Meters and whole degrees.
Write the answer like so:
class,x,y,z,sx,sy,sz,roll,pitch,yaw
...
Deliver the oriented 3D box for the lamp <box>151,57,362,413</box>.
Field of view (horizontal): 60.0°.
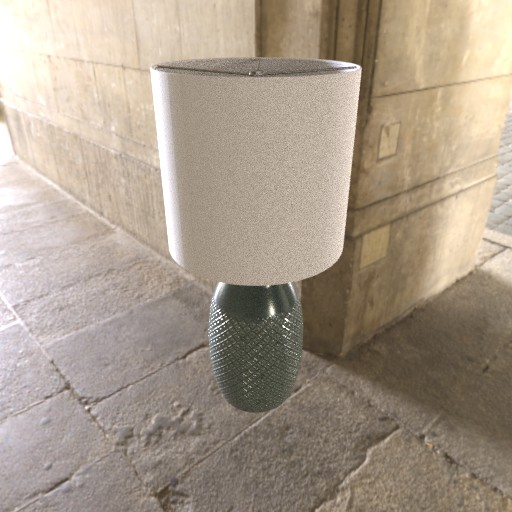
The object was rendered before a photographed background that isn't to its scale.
class,x,y,z,sx,sy,sz,roll,pitch,yaw
lamp,0.000,0.000,0.571,0.217,0.453,0.217,1,28,2
